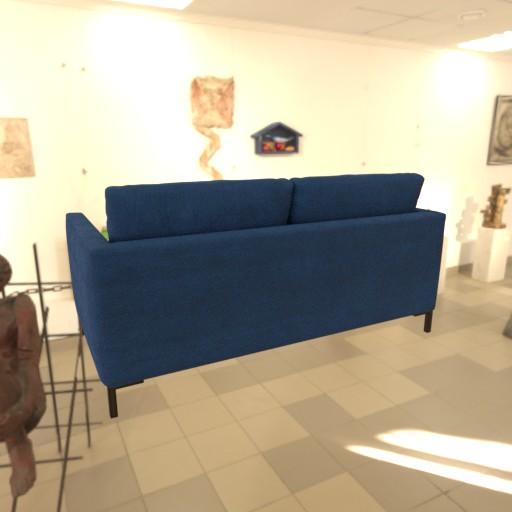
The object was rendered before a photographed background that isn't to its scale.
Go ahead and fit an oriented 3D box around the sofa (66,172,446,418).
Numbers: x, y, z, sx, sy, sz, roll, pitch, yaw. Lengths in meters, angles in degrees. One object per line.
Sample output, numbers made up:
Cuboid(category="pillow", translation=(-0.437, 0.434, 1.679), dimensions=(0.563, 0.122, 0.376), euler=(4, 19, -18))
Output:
Cuboid(category="sofa", translation=(0.000, 0.000, 2.202), dimensions=(1.676, 0.817, 0.875), euler=(-7, 16, -27))
